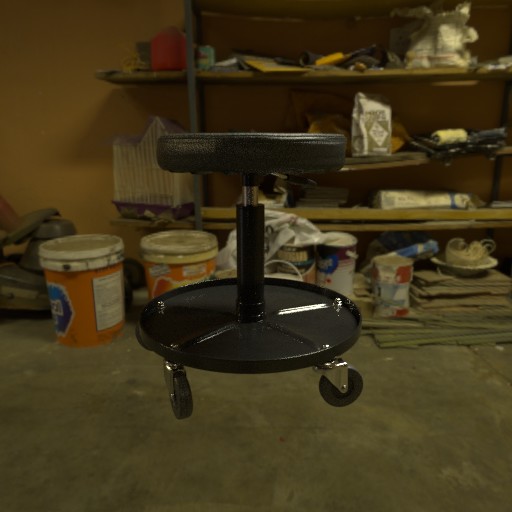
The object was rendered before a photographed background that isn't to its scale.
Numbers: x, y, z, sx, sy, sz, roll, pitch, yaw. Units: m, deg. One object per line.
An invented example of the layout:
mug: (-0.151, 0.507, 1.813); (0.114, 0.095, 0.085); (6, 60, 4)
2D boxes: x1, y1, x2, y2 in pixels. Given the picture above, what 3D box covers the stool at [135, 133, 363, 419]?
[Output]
stool: (0.000, 0.000, 0.690); (0.382, 0.365, 0.381); (-13, 20, -42)
